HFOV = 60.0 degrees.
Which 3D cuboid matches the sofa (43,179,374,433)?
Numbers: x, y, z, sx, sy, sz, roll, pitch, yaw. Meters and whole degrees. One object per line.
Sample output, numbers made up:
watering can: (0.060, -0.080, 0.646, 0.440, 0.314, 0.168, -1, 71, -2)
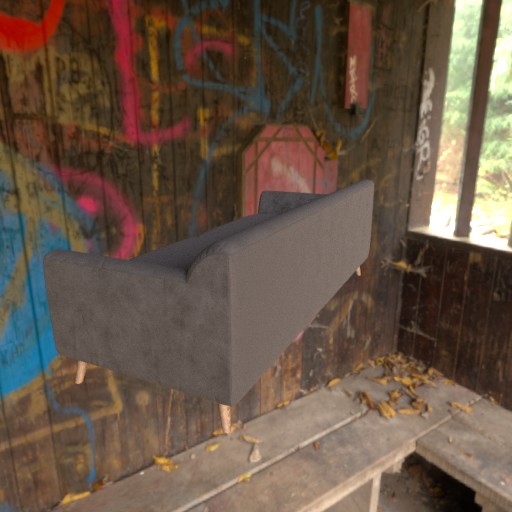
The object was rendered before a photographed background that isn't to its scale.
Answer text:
sofa: (0.000, 0.000, 2.616, 0.900, 0.740, 2.190, 8, 18, 25)
